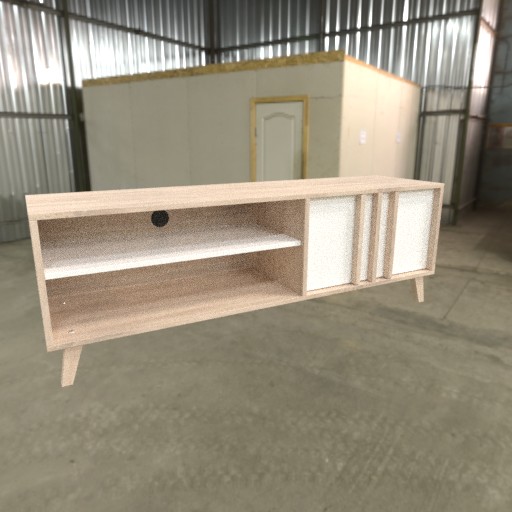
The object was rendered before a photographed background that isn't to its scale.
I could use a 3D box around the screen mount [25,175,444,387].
[{"bbox_3d":[0.000,0.000,1.686,1.500,0.510,0.400,-8,18,-26],"label":"screen mount"}]
